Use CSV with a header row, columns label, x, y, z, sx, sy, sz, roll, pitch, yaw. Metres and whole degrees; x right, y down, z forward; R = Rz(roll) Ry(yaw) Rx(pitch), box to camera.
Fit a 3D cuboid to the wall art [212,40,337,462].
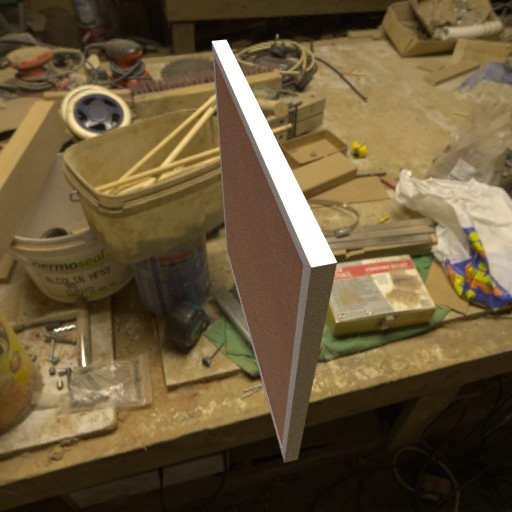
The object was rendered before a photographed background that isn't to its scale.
label,x,y,z,sx,sy,sz,roll,pitch,yaw
wall art,0.000,0.000,1.116,0.036,0.760,0.760,-10,48,-9
